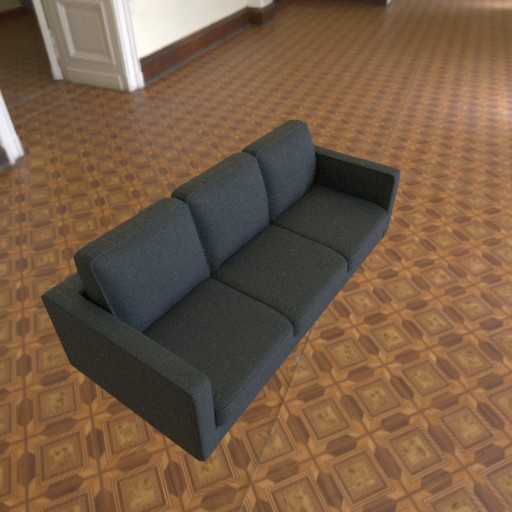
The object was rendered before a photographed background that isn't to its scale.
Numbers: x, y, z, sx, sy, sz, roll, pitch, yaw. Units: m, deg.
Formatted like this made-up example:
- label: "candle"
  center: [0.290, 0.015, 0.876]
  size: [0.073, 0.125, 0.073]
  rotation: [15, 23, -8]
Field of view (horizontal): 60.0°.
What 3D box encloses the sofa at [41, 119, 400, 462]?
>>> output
- label: "sofa"
  center: [0.000, 0.000, 2.541]
  size: [0.935, 0.945, 2.013]
  rotation: [24, 46, 26]
